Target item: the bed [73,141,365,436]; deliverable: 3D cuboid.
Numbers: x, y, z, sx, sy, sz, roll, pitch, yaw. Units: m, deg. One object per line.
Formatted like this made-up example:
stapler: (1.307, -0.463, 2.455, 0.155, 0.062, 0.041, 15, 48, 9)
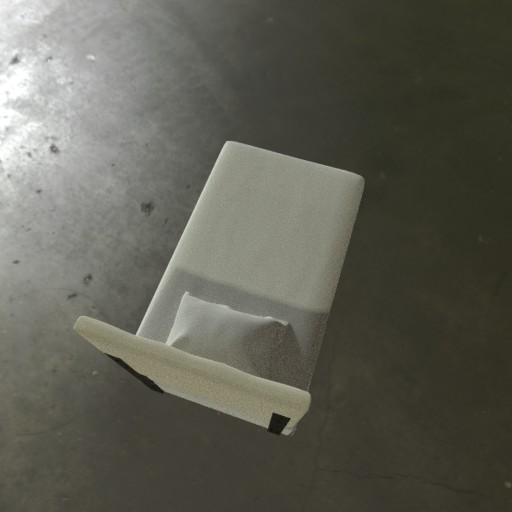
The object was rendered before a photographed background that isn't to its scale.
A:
bed: (0.000, 0.000, 3.067, 1.261, 1.571, 1.997, 17, 65, 8)
